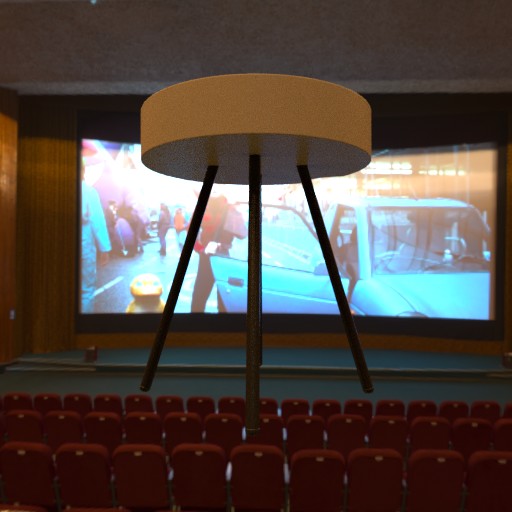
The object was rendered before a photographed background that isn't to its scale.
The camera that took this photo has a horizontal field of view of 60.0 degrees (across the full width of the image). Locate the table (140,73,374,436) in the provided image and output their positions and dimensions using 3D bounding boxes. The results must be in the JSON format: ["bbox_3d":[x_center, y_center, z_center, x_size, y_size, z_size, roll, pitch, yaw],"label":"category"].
[{"bbox_3d":[0.000,0.000,0.857,0.450,0.525,0.450,0,-1,0],"label":"table"}]
